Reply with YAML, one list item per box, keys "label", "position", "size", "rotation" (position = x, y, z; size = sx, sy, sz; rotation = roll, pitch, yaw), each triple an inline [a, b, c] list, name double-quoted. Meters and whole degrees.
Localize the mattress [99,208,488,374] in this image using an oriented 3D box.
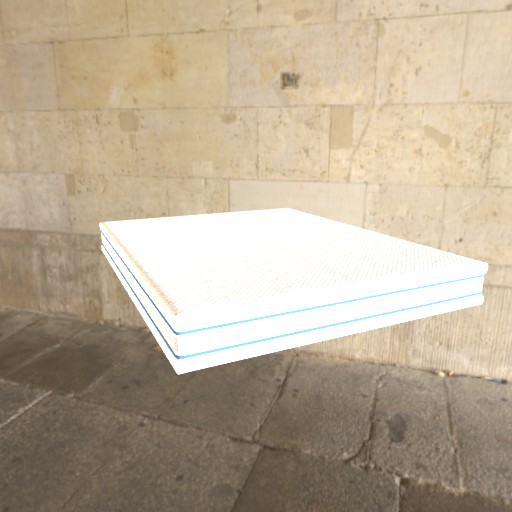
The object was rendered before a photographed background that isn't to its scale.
- label: "mattress"
  position: [0.000, 0.000, 2.758]
  size: [1.600, 0.230, 2.000]
  rotation: [-7, 17, -25]
